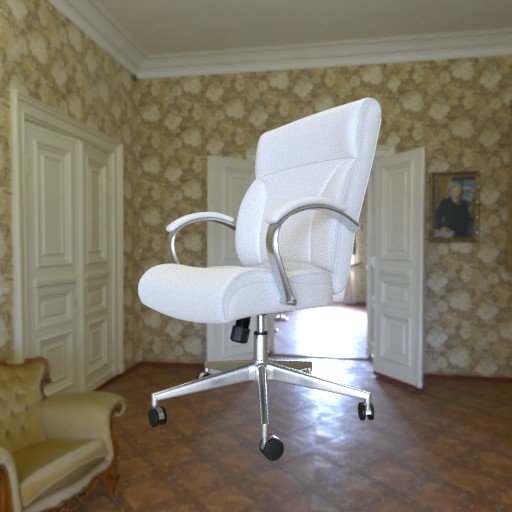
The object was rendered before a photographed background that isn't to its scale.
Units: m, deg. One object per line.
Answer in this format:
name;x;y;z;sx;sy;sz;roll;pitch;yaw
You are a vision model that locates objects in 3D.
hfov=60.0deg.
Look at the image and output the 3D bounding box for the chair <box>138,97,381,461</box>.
chair;0.000;0.000;1.595;0.745;1.099;0.727;0;1;-37
